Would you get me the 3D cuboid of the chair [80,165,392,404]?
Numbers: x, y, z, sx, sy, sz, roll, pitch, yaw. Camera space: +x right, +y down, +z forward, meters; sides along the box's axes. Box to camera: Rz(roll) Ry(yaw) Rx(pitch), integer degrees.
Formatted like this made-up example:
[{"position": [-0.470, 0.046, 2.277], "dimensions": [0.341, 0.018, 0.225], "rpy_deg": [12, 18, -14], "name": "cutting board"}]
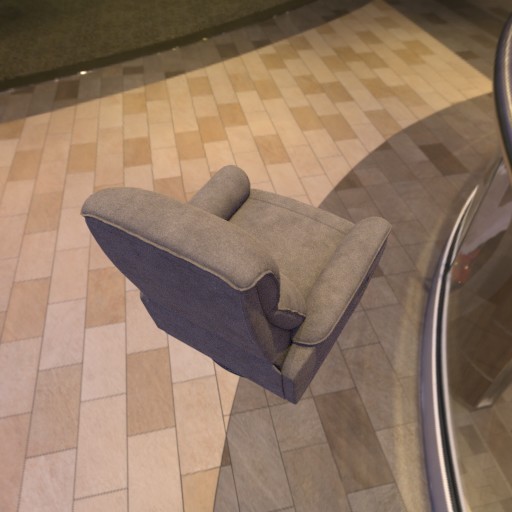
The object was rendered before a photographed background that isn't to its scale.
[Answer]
[{"position": [0.000, 0.000, 1.756], "dimensions": [0.830, 1.036, 1.009], "rpy_deg": [24, 50, 22], "name": "chair"}]
